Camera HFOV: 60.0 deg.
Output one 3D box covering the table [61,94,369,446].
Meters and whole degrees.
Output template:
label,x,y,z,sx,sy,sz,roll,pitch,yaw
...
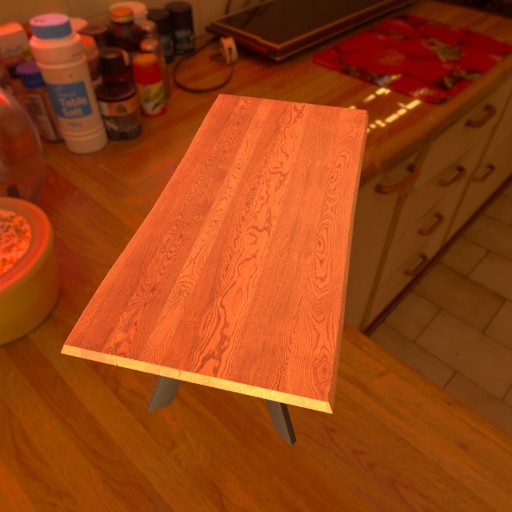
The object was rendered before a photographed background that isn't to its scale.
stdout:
label,x,y,z,sx,sy,sz,roll,pitch,yaw
table,0.000,0.000,2.244,0.900,0.770,1.800,10,47,9
